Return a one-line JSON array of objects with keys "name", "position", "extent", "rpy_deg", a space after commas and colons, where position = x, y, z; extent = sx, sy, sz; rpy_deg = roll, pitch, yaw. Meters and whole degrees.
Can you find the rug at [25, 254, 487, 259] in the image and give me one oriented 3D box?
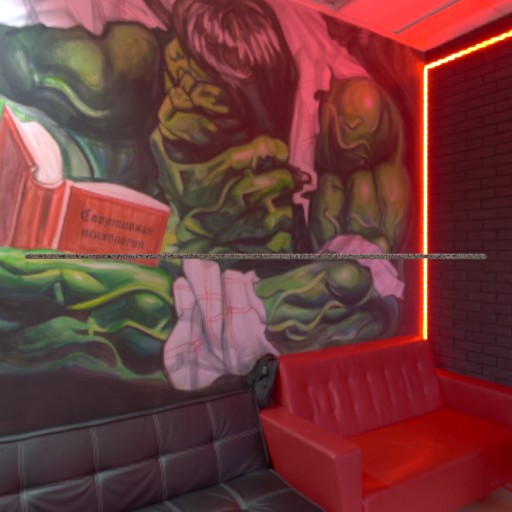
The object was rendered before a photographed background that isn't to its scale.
[{"name": "rug", "position": [0.000, 0.000, 3.498], "extent": [2.743, 0.030, 1.778], "rpy_deg": [0, 0, 0]}]
